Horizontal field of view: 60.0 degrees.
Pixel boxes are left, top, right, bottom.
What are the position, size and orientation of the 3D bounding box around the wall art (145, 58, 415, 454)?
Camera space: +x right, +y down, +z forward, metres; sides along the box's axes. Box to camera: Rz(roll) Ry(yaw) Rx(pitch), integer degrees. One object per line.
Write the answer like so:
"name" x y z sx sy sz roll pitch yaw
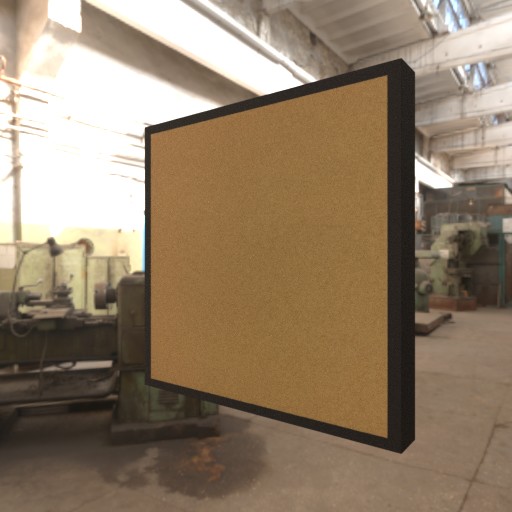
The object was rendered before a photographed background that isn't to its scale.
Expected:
"wall art" 0.000 0.000 0.445 0.305 0.304 0.033 0 0 37
